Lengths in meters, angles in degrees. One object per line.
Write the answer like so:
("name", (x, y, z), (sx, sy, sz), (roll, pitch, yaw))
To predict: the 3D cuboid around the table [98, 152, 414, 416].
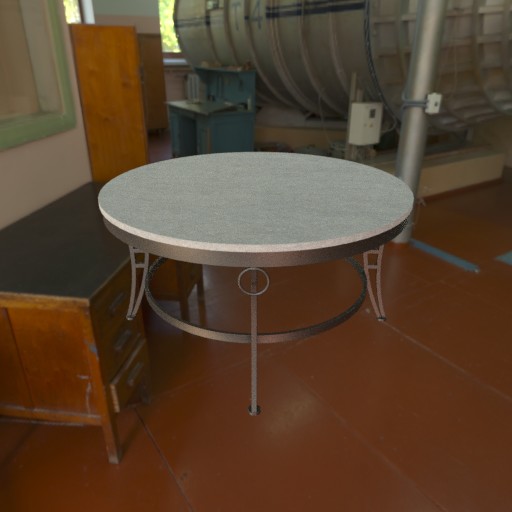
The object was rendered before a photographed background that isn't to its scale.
("table", (0.000, 0.000, 1.411), (0.889, 0.470, 0.889), (0, 25, 0))
